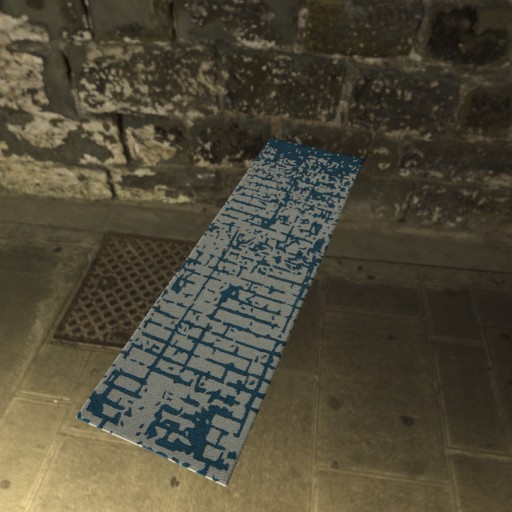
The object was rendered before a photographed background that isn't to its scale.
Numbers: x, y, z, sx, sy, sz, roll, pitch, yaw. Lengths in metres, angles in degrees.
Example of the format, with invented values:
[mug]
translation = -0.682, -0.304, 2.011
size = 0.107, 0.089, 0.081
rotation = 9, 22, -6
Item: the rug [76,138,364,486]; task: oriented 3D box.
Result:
[rug]
translation = 0.000, 0.000, 2.652
size = 0.750, 0.011, 2.435
rotation = 17, 50, 15
